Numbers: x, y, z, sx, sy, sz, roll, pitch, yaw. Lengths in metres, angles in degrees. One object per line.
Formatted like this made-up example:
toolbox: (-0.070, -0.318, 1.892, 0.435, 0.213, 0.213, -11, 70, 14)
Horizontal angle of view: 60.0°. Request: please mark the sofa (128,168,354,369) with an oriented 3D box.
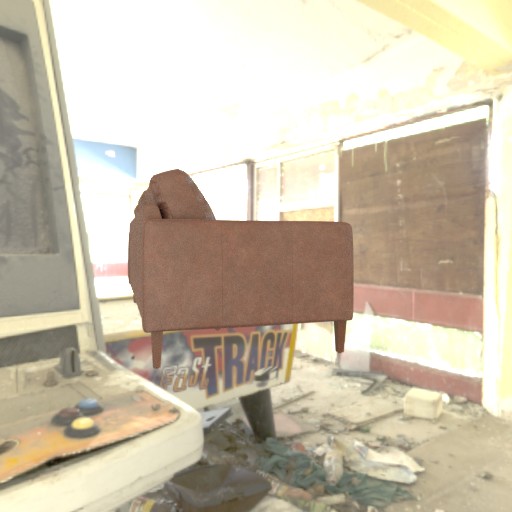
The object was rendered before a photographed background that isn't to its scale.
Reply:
sofa: (0.000, 0.000, 2.992, 1.613, 0.841, 2.185, -1, 2, -18)
